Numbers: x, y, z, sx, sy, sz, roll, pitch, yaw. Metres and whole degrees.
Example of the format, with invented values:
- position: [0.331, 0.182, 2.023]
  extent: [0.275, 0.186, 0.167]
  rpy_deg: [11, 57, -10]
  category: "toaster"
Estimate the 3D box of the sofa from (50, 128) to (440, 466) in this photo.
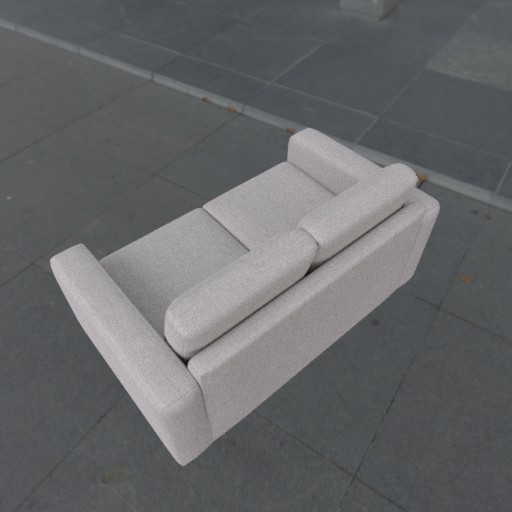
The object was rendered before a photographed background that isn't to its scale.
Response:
- position: [0.000, 0.000, 2.057]
  extent: [1.540, 0.800, 0.900]
  rpy_deg: [-33, 56, -26]
  category: "sofa"
